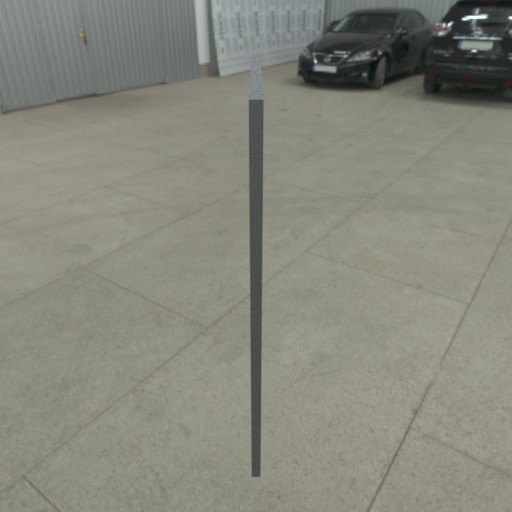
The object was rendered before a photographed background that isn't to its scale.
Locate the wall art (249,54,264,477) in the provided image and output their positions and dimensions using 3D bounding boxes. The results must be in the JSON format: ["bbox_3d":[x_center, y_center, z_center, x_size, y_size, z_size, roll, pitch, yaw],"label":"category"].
[{"bbox_3d":[0.000,0.000,0.685,0.013,0.534,0.380,0,30,0],"label":"wall art"}]
